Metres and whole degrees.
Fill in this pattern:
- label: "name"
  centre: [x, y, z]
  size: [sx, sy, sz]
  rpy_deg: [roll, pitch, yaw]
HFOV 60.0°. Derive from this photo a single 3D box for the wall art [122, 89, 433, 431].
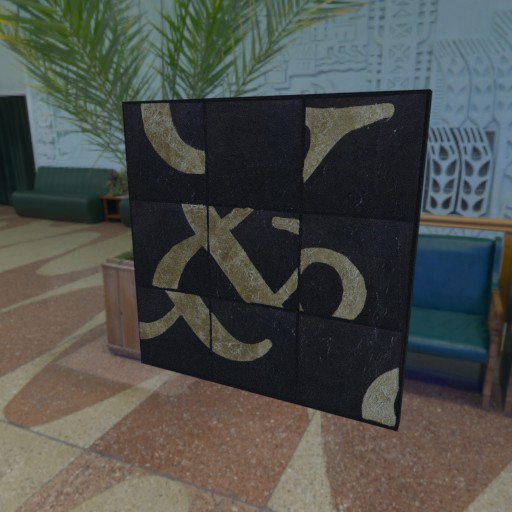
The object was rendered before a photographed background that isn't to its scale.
- label: "wall art"
  centre: [0.000, 0.000, 1.119]
  size: [0.758, 0.758, 0.044]
  rpy_deg: [7, 17, 25]
